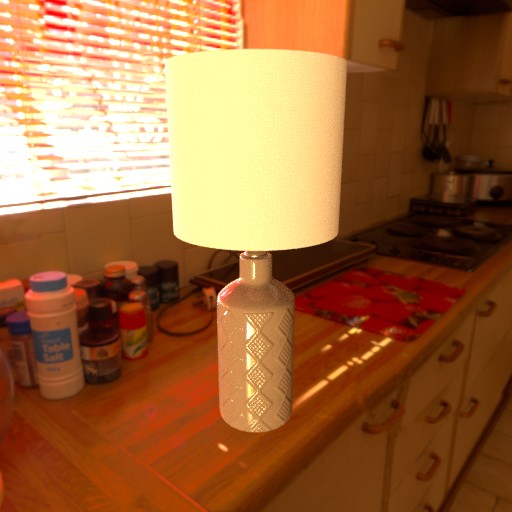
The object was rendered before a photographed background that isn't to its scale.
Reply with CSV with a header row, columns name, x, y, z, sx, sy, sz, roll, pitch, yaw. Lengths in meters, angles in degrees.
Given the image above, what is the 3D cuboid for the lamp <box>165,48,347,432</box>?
name,x,y,z,sx,sy,sz,roll,pitch,yaw
lamp,0.000,0.000,0.575,0.207,0.461,0.207,3,16,10
